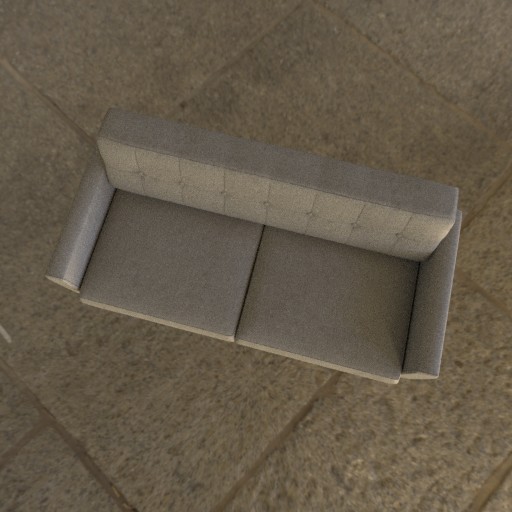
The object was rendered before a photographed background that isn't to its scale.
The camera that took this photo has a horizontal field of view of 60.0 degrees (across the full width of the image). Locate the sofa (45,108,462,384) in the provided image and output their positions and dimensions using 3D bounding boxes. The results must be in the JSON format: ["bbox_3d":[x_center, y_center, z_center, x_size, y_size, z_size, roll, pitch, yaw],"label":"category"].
[{"bbox_3d":[0.000,0.000,2.481,2.055,0.873,0.968,14,75,4],"label":"sofa"}]
